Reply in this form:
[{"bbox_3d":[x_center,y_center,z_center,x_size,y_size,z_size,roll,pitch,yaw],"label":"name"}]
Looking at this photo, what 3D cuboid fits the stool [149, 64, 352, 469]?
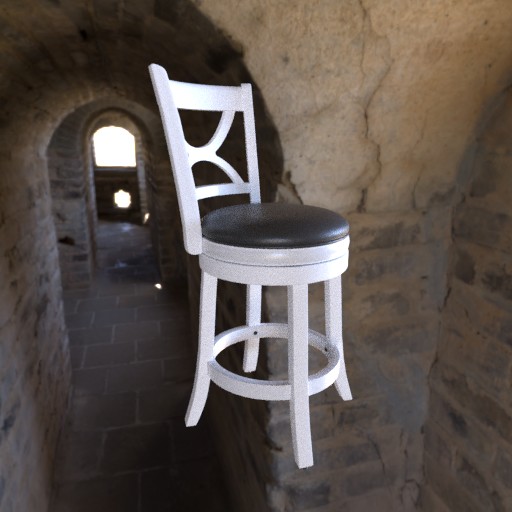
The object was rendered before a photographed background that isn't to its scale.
[{"bbox_3d":[0.000,0.000,1.230,0.508,0.953,0.444,8,17,28],"label":"stool"}]
